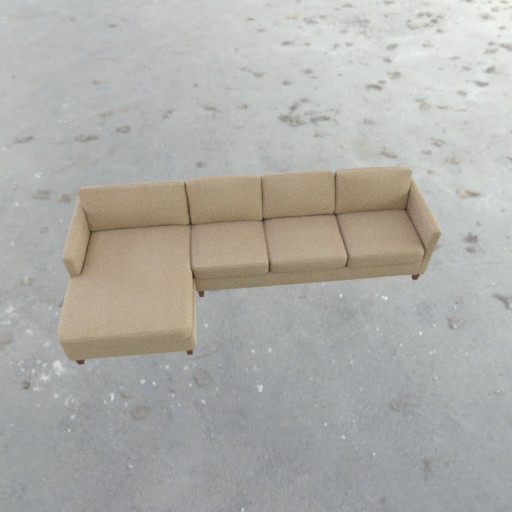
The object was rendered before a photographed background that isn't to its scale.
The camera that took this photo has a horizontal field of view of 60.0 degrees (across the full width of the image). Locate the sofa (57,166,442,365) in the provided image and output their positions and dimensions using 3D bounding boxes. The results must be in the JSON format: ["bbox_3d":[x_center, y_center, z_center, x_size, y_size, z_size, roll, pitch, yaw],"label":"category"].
[{"bbox_3d":[0.000,0.000,3.900,3.201,0.876,1.502,-4,47,-4],"label":"sofa"}]
